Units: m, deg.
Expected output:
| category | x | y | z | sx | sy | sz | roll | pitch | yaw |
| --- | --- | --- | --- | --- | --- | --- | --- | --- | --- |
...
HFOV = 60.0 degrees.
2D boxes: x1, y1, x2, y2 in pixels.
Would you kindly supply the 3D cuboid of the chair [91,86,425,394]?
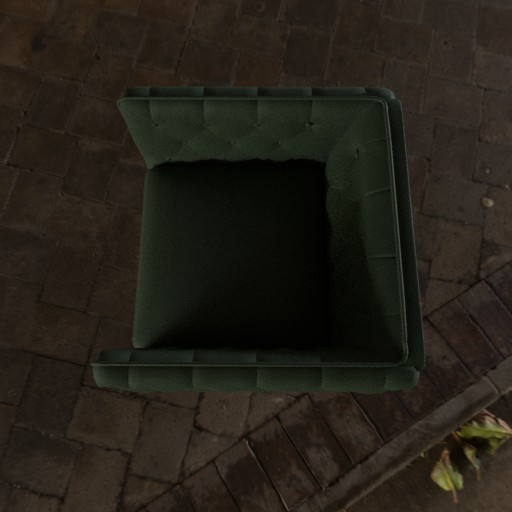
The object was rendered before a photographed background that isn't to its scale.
| category | x | y | z | sx | sy | sz | roll | pitch | yaw |
| --- | --- | --- | --- | --- | --- | --- | --- | --- | --- |
| chair | 0.000 | 0.000 | 1.565 | 0.855 | 0.768 | 0.917 | 0 | 75 | 0 |
